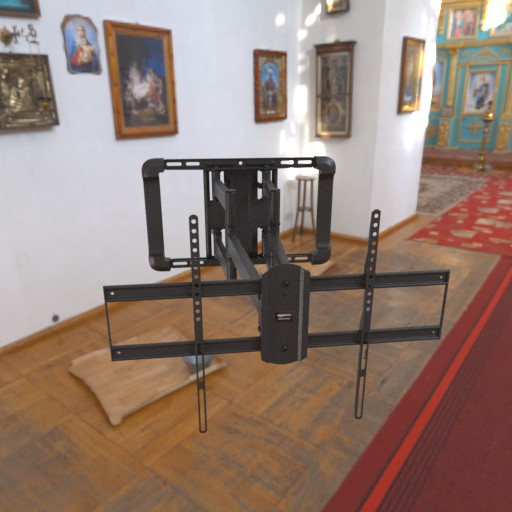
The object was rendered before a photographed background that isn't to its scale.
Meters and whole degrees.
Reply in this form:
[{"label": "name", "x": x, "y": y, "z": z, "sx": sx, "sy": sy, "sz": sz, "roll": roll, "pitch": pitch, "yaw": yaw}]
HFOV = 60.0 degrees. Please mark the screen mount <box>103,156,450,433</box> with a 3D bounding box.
[{"label": "screen mount", "x": 0.000, "y": 0.000, "z": 1.312, "sx": 0.725, "sy": 0.483, "sz": 0.905, "roll": -2, "pitch": 19, "yaw": -7}]
